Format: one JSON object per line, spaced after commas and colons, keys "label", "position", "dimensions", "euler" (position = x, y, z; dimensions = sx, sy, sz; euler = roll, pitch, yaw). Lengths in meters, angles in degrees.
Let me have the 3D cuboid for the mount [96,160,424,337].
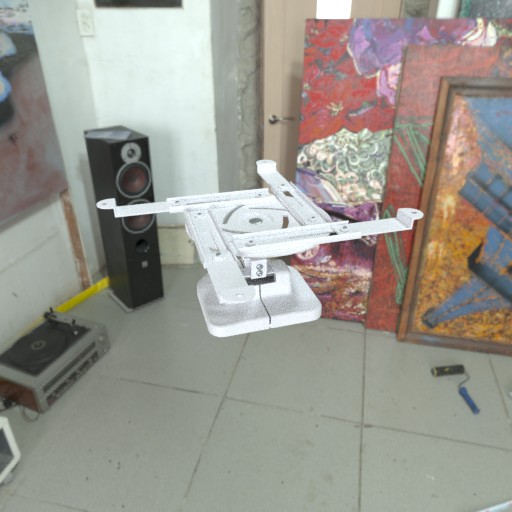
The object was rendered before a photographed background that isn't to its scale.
{"label": "mount", "position": [0.000, 0.000, 0.603], "dimensions": [0.394, 0.141, 0.394], "euler": [-8, 30, -14]}
